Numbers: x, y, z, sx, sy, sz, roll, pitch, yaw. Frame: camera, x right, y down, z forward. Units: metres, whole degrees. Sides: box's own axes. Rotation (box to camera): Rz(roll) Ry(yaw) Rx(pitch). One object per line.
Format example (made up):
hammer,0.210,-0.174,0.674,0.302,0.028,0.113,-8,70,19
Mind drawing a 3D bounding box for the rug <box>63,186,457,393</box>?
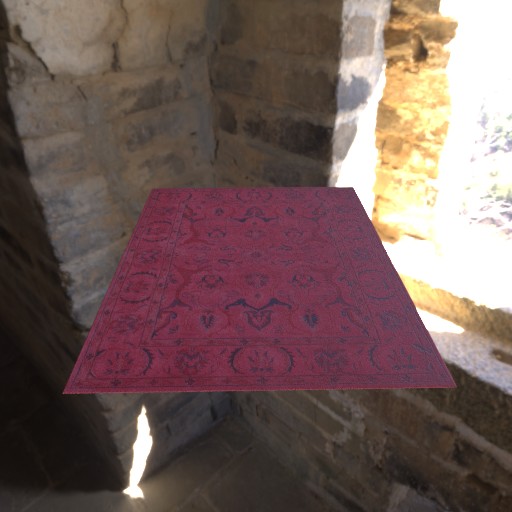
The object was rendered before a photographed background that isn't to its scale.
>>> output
rug,0.000,0.000,3.819,2.300,0.012,2.929,-1,32,-1
